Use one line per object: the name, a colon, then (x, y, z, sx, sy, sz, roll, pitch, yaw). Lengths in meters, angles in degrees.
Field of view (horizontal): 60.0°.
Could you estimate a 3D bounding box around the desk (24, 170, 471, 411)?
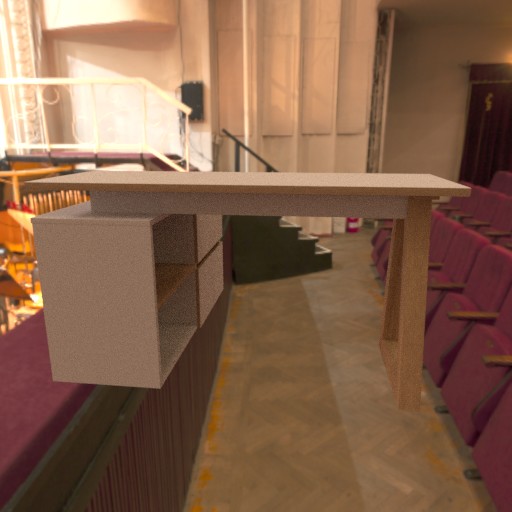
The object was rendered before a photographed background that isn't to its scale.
desk: (0.000, 0.000, 2.000, 1.404, 0.755, 1.098, 2, 15, 7)
